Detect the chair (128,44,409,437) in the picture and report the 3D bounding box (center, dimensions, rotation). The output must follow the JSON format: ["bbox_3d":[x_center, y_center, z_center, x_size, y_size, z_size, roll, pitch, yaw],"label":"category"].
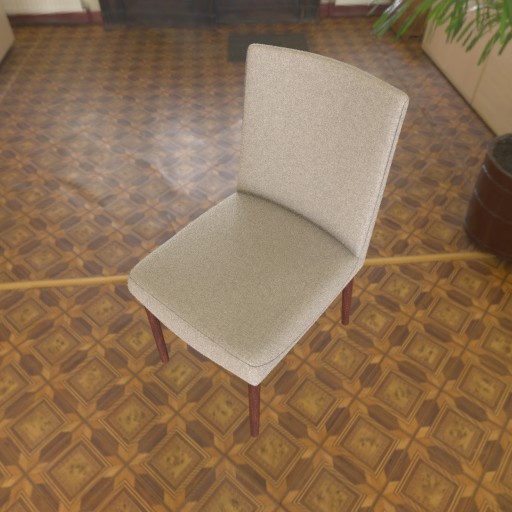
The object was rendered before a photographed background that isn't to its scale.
[{"bbox_3d":[0.000,0.000,1.173,0.456,0.859,0.570,31,54,26],"label":"chair"}]
